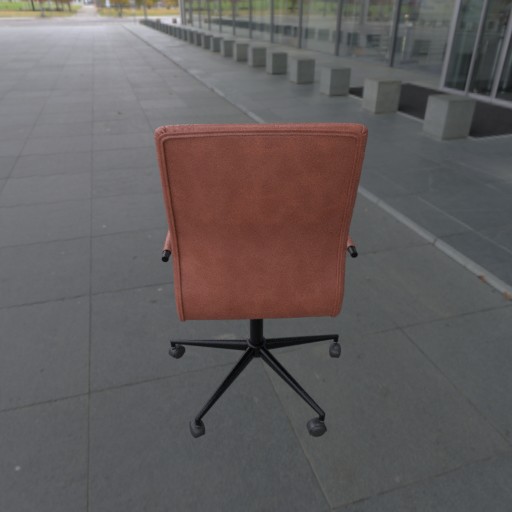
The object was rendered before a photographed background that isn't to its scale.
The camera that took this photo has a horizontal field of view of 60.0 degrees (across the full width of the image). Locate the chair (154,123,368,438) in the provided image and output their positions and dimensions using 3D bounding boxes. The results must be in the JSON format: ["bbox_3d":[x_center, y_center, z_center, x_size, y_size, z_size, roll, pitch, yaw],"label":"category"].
[{"bbox_3d":[0.000,0.000,1.285,0.600,0.878,0.578,-1,29,-2],"label":"chair"}]
